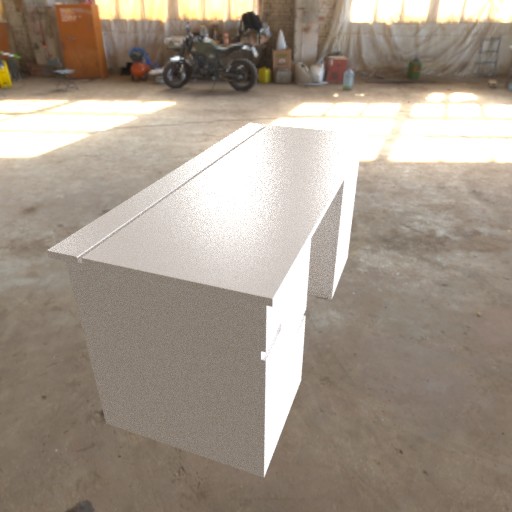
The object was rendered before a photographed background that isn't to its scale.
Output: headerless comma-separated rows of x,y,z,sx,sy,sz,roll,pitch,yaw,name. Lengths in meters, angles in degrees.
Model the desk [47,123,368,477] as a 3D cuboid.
0.000,0.000,1.975,0.670,0.760,1.580,11,32,17,desk
